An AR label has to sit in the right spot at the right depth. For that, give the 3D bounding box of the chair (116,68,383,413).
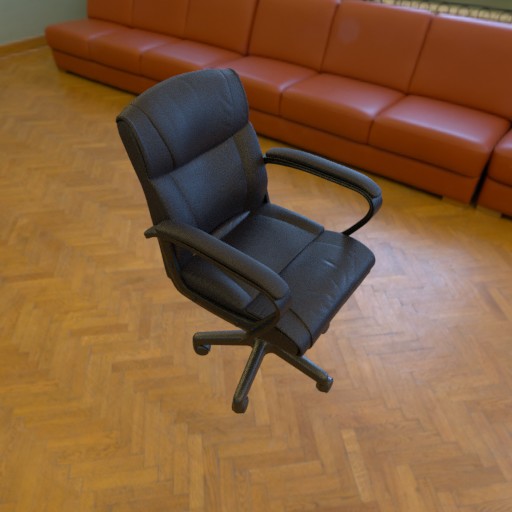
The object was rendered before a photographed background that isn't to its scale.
[{"bbox_3d":[0.000,0.000,1.417,0.641,0.998,0.576,26,47,26],"label":"chair"}]
